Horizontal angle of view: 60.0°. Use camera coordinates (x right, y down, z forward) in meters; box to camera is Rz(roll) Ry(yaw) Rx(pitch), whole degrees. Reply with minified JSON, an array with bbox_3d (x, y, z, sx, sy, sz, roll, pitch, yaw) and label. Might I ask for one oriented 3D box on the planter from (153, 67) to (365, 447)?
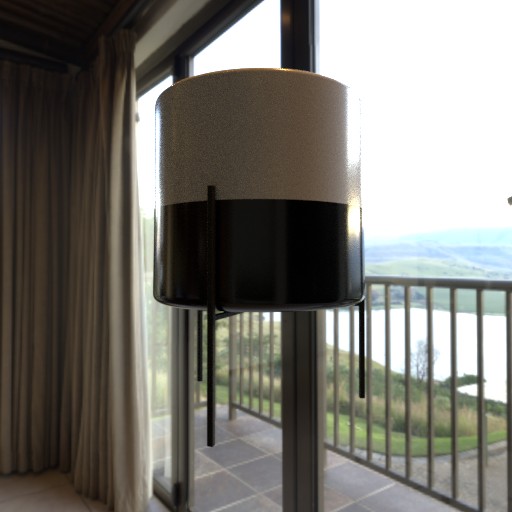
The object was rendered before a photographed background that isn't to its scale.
[{"bbox_3d":[0.000,0.000,0.652,0.310,0.432,0.310,-1,-1,35],"label":"planter"}]
